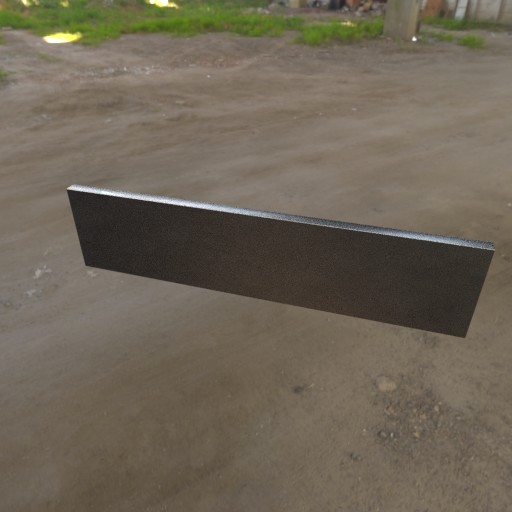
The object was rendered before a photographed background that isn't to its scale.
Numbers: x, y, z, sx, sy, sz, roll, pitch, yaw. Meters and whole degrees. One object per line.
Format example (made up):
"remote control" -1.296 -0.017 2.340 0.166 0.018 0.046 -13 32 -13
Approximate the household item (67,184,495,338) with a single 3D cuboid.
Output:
"household item" 0.000 0.000 1.078 1.001 0.236 0.030 9 34 14
